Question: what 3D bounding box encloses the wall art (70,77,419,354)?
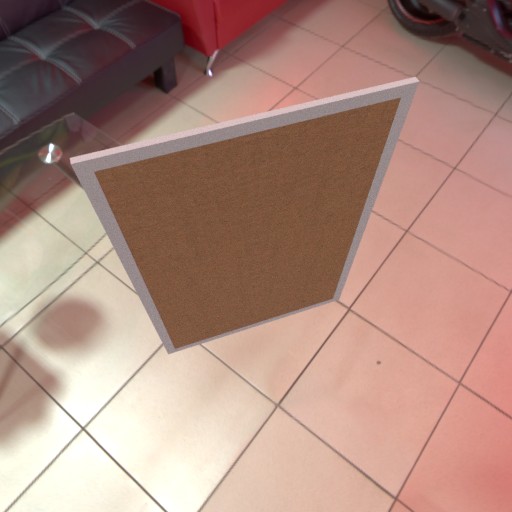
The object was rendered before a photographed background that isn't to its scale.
[{"bbox_3d":[0.000,0.000,1.214,0.660,0.965,0.015,-16,60,-10],"label":"wall art"}]
